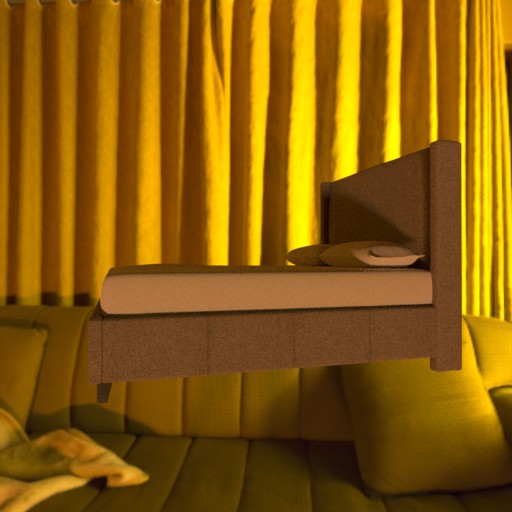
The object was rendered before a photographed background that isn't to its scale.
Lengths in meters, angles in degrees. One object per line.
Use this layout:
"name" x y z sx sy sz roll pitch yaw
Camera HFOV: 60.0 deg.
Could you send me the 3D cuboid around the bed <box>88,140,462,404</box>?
"bed" 0.000 0.000 3.319 2.245 1.481 1.714 0 0 -17
